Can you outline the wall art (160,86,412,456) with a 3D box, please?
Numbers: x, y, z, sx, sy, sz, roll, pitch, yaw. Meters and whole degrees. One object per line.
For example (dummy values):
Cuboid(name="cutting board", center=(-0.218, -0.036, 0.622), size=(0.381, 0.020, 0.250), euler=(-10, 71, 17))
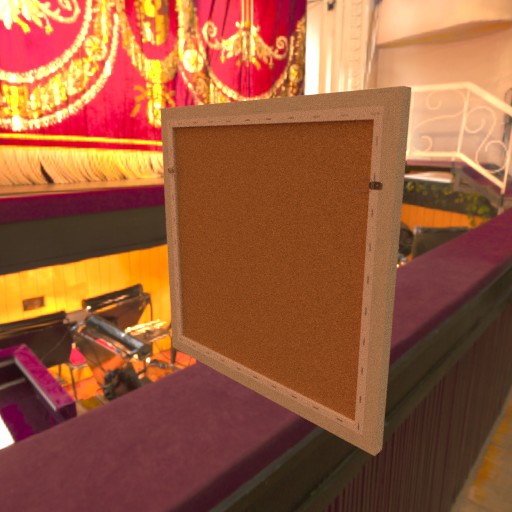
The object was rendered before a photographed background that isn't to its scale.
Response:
Cuboid(name="wall art", center=(0.000, 0.000, 1.528), size=(1.016, 1.016, 0.045), euler=(14, 20, 43))
